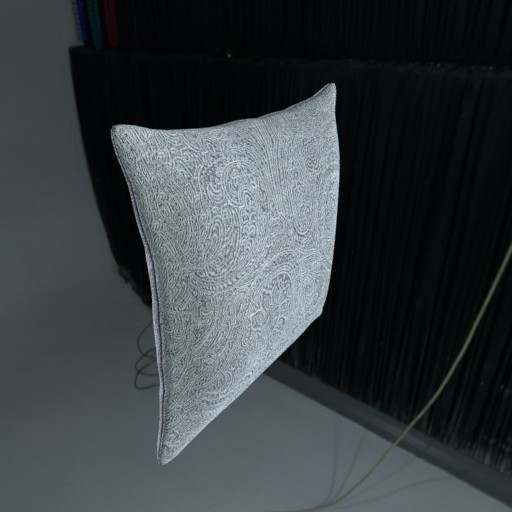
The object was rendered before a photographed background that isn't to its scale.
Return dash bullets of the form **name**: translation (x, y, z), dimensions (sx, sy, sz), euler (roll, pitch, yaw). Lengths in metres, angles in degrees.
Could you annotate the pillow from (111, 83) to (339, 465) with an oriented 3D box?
- **pillow**: translation (0.000, 0.000, 0.756), dimensions (0.166, 0.510, 0.523), euler (18, 32, 31)
